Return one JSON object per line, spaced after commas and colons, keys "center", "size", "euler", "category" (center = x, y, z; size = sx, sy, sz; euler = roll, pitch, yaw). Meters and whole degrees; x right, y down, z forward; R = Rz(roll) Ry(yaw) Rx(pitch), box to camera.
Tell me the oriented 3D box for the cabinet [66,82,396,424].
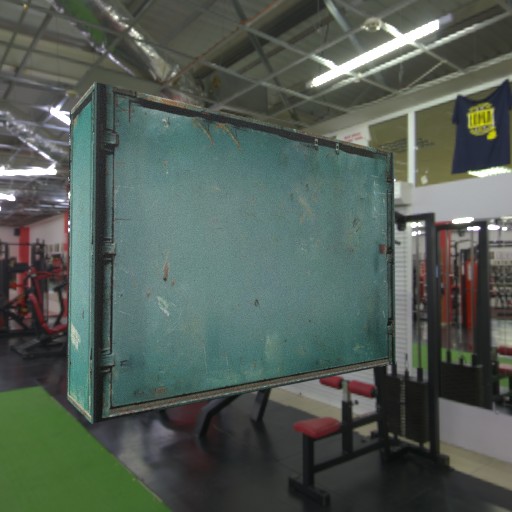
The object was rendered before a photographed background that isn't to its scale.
{"center": [0.000, 0.000, 3.941], "size": [3.001, 2.160, 0.680], "euler": [1, -2, -35], "category": "cabinet"}
